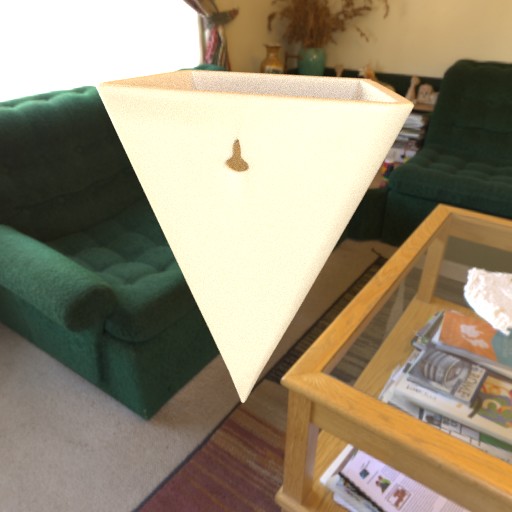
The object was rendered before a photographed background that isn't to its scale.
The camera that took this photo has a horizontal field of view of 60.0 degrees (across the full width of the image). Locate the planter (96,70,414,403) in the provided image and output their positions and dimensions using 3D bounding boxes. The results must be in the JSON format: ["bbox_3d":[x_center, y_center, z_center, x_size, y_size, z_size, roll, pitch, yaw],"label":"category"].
[{"bbox_3d":[0.000,0.000,0.267,0.150,0.197,0.060,10,32,16],"label":"planter"}]
